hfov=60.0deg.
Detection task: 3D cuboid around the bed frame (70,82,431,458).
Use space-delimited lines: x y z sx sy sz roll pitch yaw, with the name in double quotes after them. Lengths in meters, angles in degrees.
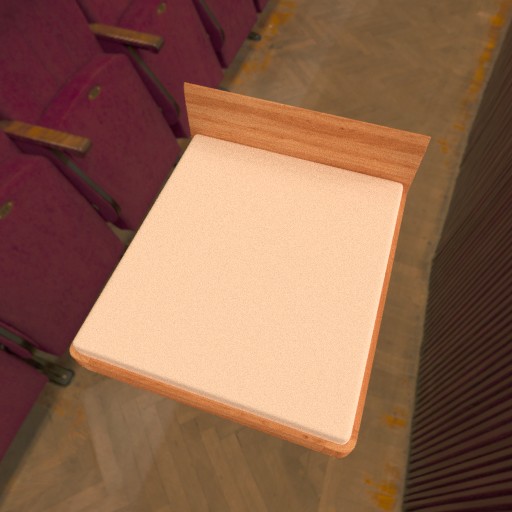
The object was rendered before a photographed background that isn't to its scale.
0.000 0.000 3.121 1.872 0.940 2.092 16 59 10 "bed frame"
